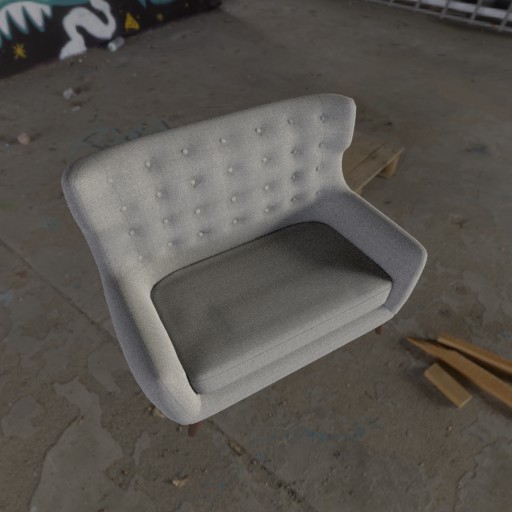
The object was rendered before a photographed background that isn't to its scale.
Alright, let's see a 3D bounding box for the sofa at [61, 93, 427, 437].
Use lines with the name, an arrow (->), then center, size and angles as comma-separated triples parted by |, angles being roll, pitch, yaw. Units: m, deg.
sofa -> 0.000, 0.000, 2.042 | 1.386, 1.028, 0.884 | -22, 48, -21
